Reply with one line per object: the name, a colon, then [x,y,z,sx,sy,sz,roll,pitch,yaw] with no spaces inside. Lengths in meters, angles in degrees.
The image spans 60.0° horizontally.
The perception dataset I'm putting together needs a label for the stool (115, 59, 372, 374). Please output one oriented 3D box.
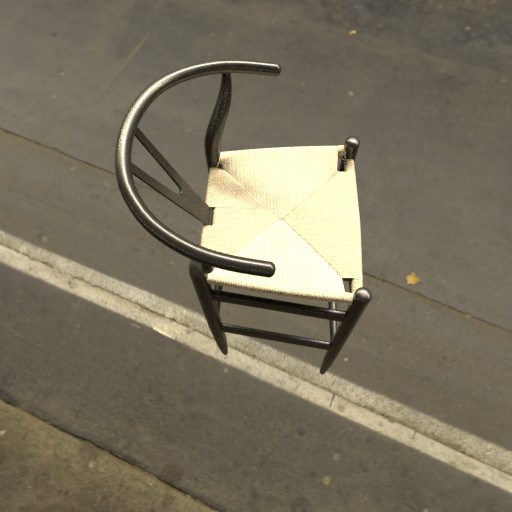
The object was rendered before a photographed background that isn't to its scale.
stool: [0.000,0.000,1.388,0.579,1.072,0.569,2,63,1]
